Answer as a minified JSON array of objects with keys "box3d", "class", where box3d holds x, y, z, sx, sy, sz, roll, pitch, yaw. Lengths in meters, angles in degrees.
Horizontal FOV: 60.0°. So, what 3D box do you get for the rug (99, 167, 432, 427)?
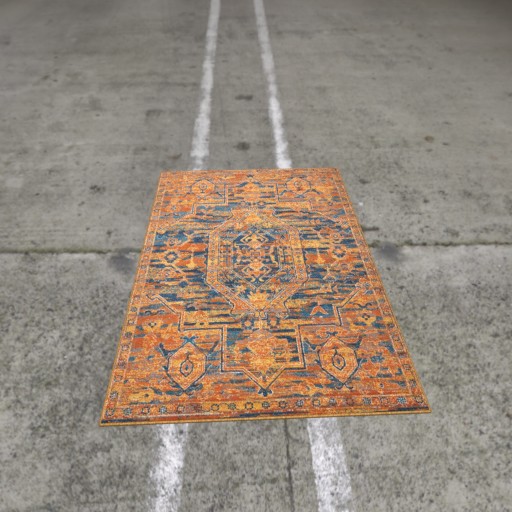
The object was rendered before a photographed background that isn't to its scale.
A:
[{"box3d":[0.000,0.000,2.196,1.148,0.013,1.758,-2,40,-2],"class":"rug"}]
